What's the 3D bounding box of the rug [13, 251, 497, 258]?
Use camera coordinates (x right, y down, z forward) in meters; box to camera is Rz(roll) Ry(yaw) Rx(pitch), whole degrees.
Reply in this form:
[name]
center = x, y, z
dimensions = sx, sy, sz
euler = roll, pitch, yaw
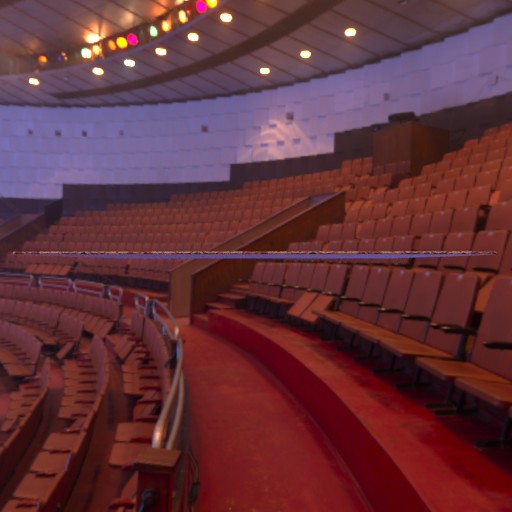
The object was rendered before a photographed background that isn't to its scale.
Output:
[rug]
center = 0.000, 0.000, 4.151
dimensions = 3.215, 0.020, 2.446
euler = 0, -1, 1
